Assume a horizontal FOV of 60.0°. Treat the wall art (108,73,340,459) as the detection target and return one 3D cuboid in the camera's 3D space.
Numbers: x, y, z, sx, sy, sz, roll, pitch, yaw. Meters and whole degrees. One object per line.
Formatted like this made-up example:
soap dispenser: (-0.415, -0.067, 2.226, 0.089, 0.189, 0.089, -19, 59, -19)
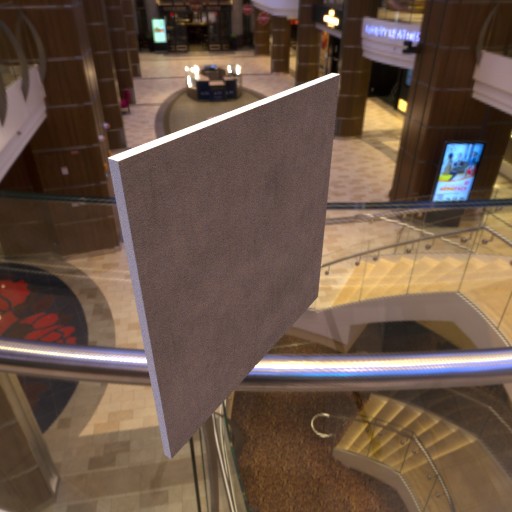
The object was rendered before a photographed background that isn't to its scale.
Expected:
wall art: (0.000, 0.000, 0.989, 0.020, 0.661, 0.664, 20, 38, 28)
